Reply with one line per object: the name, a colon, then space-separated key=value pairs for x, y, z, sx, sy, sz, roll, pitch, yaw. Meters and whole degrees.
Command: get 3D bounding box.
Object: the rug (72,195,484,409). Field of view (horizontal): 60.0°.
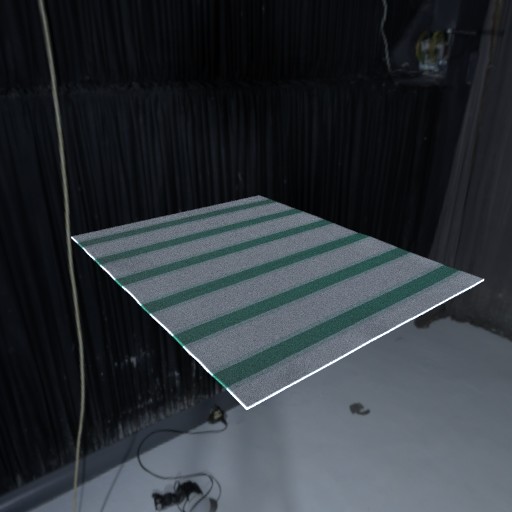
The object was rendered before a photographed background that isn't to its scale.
rug: x=0.000 y=0.000 z=4.091 sx=2.434 sy=0.019 sz=3.041 roll=-17 pitch=30 yaw=-33
